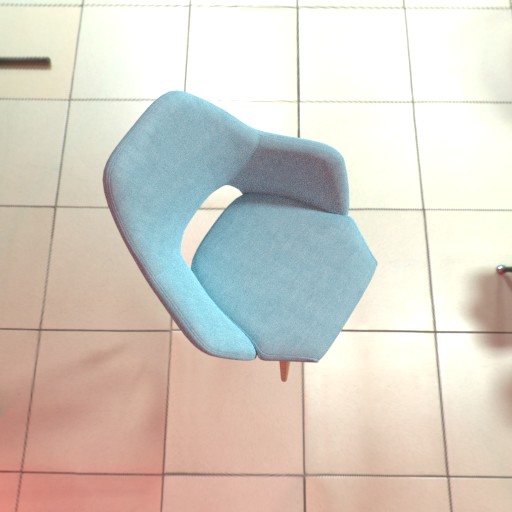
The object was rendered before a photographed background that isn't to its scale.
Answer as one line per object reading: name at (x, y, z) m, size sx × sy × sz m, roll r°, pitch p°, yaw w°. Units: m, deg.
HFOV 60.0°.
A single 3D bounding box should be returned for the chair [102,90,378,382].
chair at (0.000, 0.000, 1.255) m, size 0.610 × 0.840 × 0.590 m, roll 33°, pitch 78°, yaw 8°
